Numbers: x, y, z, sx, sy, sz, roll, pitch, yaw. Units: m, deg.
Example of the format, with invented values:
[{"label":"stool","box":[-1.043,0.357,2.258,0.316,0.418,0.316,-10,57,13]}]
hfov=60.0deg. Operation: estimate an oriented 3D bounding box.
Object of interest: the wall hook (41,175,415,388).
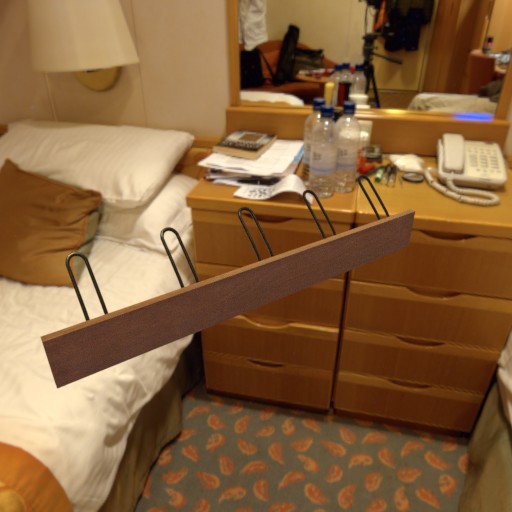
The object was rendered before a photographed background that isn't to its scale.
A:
[{"label":"wall hook","box":[0.000,0.000,0.600,0.554,0.116,0.076,-19,35,-29]}]
